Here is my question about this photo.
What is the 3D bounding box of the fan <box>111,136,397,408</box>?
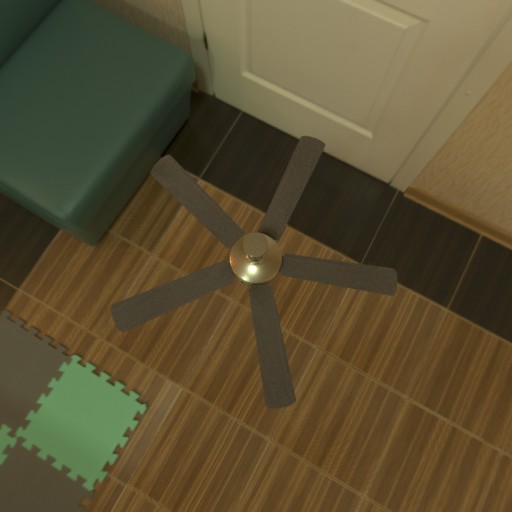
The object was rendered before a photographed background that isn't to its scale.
[{"bbox_3d":[0.000,0.000,2.009,1.321,0.356,1.321,0,75,0],"label":"fan"}]
